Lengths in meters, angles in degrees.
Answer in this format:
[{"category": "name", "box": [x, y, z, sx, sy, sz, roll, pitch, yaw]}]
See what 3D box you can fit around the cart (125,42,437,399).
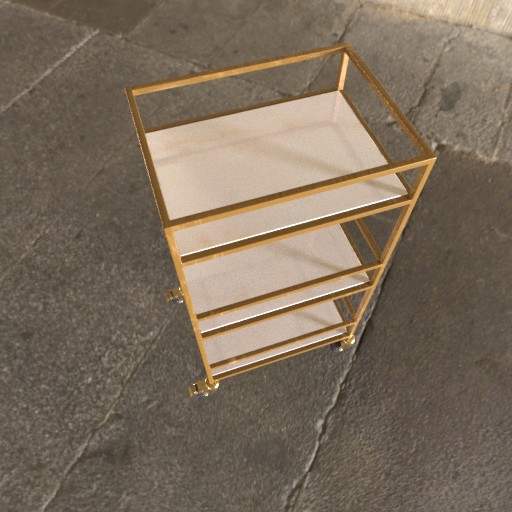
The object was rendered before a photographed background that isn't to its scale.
[{"category": "cart", "box": [0.000, 0.000, 1.005, 0.483, 0.761, 0.332, -16, 59, -10]}]
